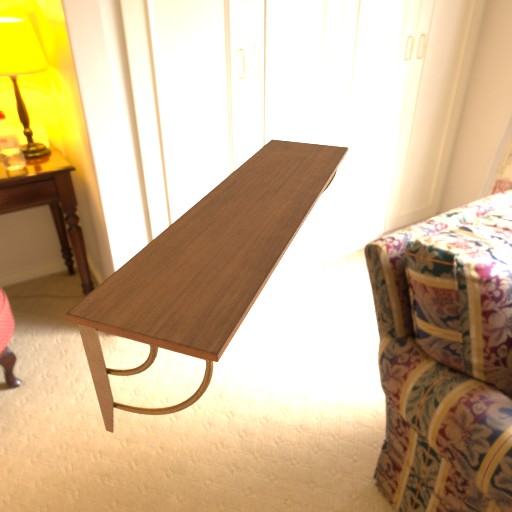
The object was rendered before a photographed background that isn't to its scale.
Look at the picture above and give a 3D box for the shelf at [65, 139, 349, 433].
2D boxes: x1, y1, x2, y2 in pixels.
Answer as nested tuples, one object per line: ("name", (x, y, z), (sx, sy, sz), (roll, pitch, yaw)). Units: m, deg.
("shelf", (0.000, 0.000, 0.715), (0.166, 0.190, 0.636), (11, 33, 17))
